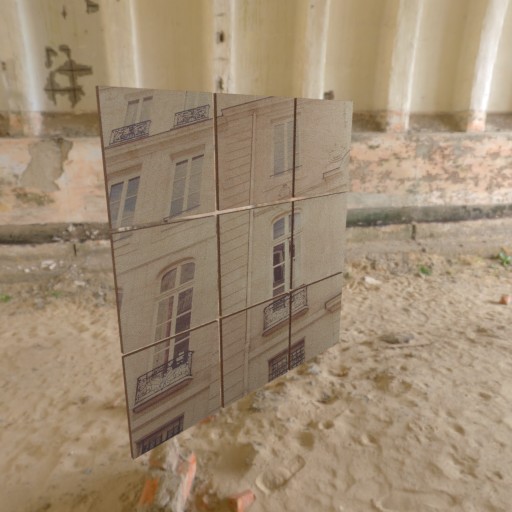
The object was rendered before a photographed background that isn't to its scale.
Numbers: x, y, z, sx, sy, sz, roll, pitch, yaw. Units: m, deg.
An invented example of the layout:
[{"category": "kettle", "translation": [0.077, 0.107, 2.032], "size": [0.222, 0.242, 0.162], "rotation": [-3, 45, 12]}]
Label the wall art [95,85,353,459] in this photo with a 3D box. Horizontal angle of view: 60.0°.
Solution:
[{"category": "wall art", "translation": [0.000, 0.000, 1.787], "size": [1.221, 1.218, 0.024], "rotation": [-16, 23, -42]}]
